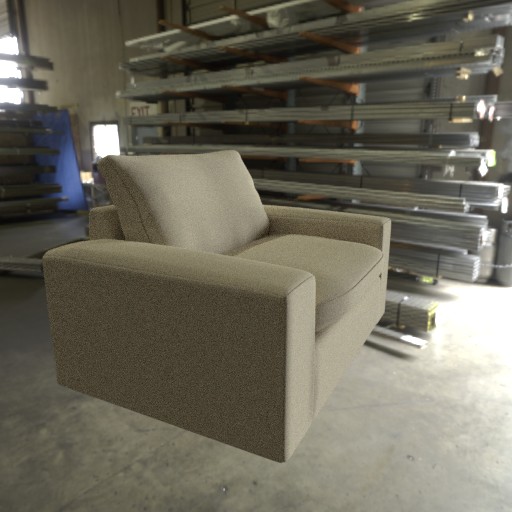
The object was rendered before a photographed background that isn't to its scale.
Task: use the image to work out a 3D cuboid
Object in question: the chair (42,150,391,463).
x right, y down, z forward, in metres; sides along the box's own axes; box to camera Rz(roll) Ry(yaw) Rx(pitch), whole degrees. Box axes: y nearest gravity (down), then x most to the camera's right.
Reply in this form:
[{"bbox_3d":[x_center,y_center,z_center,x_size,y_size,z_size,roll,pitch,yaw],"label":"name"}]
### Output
[{"bbox_3d":[0.000,0.000,2.001,1.039,0.915,1.398,7,16,27],"label":"chair"}]
